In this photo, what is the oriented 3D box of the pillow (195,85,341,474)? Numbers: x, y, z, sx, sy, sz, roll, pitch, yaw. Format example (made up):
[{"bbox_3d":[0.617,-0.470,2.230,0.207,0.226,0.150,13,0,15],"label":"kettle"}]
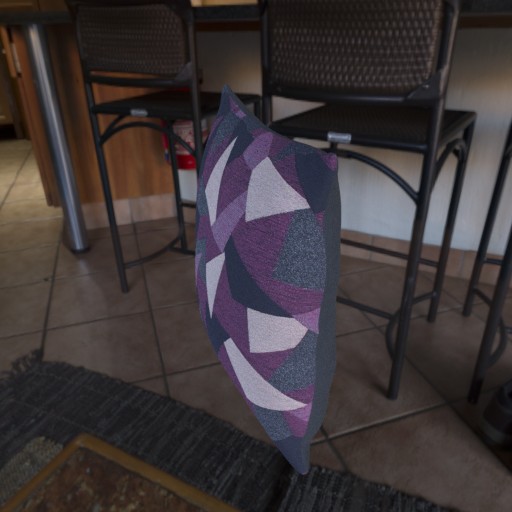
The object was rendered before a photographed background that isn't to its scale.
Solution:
[{"bbox_3d":[0.000,0.000,0.759,0.208,0.496,0.503,-8,29,-14],"label":"pillow"}]
